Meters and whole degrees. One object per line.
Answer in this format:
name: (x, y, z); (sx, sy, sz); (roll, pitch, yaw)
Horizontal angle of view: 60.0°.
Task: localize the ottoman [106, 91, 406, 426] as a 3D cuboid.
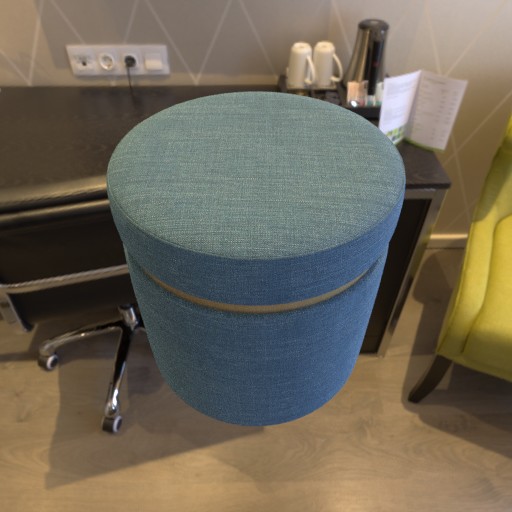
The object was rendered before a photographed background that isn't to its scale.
ottoman: (0.000, 0.000, 0.724); (0.398, 0.406, 0.398); (0, 45, 0)
